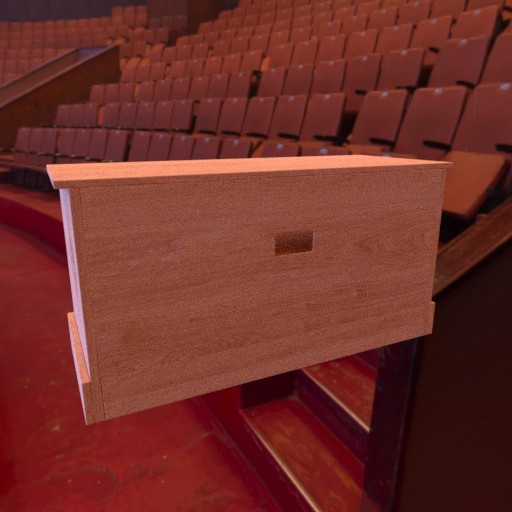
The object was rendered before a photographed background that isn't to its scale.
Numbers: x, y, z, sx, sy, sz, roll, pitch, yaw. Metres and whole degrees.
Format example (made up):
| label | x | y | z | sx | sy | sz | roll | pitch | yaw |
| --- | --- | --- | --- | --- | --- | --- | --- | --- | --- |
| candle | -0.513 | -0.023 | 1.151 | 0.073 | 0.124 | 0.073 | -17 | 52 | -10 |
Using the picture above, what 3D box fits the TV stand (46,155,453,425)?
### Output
| label | x | y | z | sx | sy | sz | roll | pitch | yaw |
| --- | --- | --- | --- | --- | --- | --- | --- | --- | --- |
| TV stand | 0.000 | 0.000 | 1.342 | 1.080 | 0.550 | 0.440 | -8 | 18 | -25 |
